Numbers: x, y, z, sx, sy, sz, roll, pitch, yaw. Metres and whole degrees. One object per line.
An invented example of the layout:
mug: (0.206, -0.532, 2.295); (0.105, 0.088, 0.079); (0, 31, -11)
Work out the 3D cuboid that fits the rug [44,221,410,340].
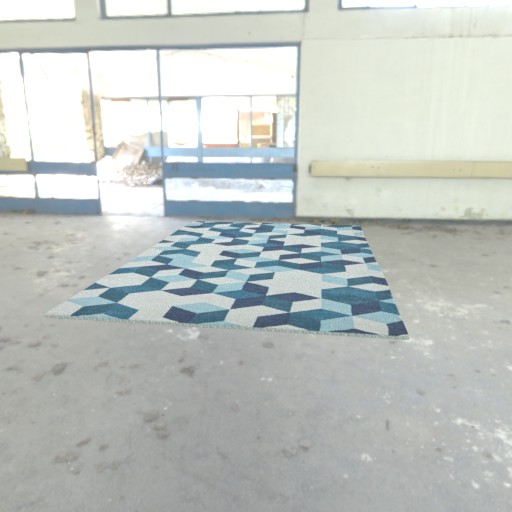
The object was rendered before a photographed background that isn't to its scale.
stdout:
rug: (0.000, 0.000, 2.319); (1.235, 0.014, 1.829); (2, 15, 8)
